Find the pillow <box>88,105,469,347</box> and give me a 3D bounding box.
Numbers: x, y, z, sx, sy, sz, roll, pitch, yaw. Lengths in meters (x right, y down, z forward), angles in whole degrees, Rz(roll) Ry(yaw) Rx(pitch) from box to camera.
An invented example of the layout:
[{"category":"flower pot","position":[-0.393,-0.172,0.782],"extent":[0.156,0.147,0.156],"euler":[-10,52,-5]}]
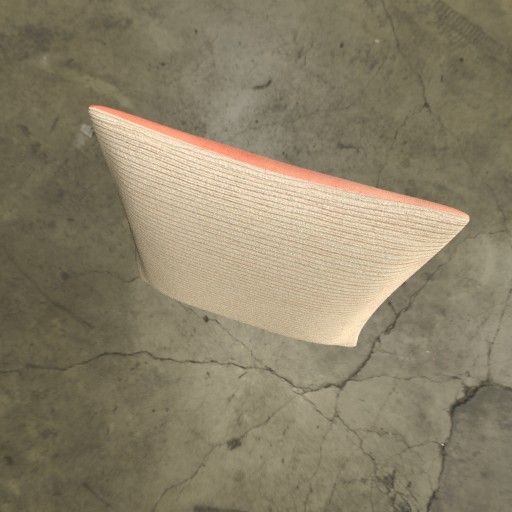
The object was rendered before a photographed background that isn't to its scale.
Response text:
[{"category":"pillow","position":[0.000,0.000,0.647],"extent":[0.424,0.401,0.177],"euler":[17,76,4]}]
